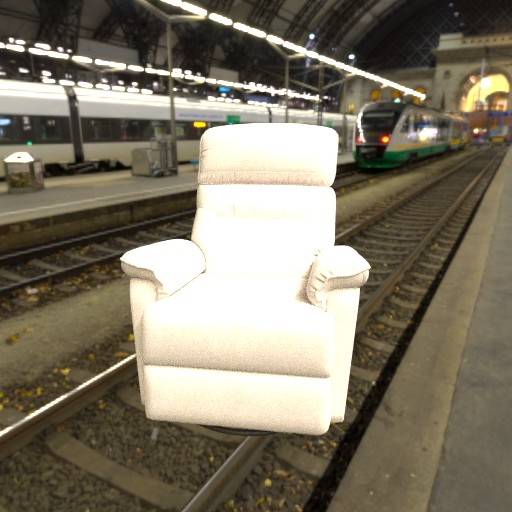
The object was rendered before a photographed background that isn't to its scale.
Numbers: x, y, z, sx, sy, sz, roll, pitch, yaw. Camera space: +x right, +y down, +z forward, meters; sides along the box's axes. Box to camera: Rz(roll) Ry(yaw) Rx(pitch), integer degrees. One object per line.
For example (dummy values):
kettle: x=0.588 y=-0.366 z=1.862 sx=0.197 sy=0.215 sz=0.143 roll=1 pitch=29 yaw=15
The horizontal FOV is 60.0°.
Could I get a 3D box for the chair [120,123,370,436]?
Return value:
chair: x=0.000 y=0.000 z=1.781 sx=0.820 sy=1.039 sz=1.001 roll=2 pitch=16 yaw=8
